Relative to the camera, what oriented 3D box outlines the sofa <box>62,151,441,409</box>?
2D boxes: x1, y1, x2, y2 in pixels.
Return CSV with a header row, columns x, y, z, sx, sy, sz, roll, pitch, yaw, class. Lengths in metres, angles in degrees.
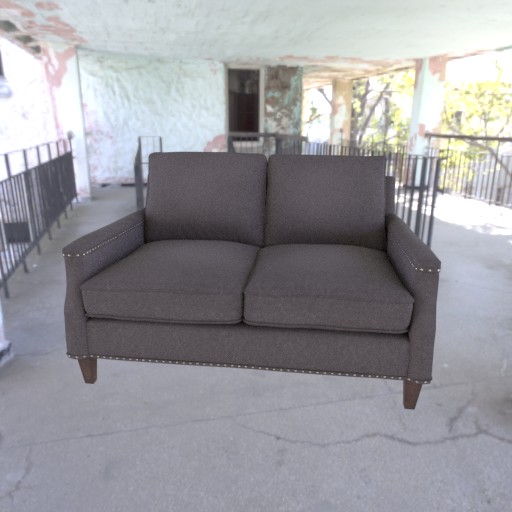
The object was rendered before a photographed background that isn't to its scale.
x,y,z,sx,sy,sz,roll,pitch,yaw,class
0.000,0.000,2.290,1.597,1.003,1.084,2,17,7,sofa
